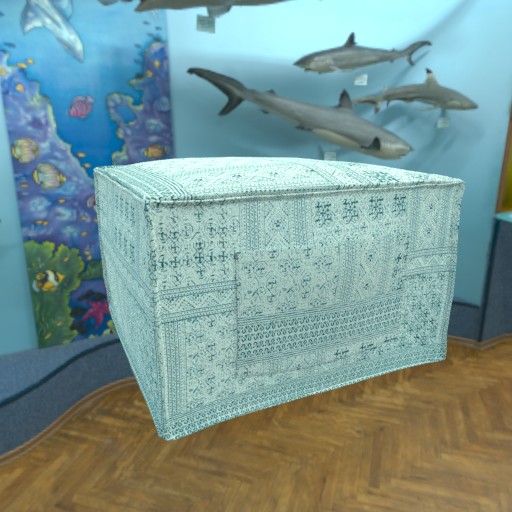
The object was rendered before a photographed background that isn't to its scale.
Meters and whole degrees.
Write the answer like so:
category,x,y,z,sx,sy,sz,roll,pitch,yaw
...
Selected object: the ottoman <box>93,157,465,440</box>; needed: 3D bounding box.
category,x,y,z,sx,sy,sz,roll,pitch,yaw
ottoman,0.000,0.000,1.018,0.617,0.439,0.626,-8,18,-24
